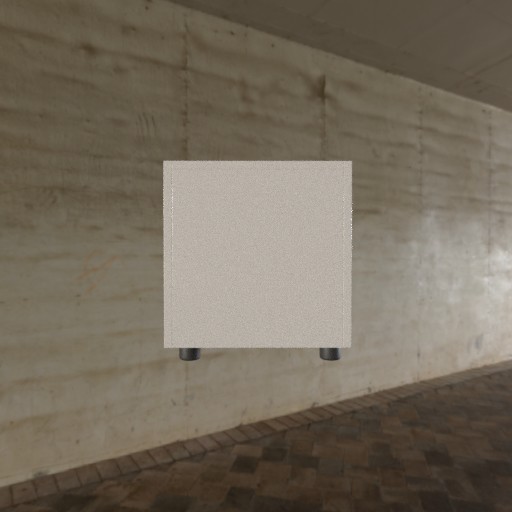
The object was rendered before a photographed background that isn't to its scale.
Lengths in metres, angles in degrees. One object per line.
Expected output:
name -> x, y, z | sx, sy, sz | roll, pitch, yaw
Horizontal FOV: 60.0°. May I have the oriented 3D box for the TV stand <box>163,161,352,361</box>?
TV stand -> 0.000, 0.000, 1.717 | 0.410, 0.440, 1.500 | 0, 1, 0
